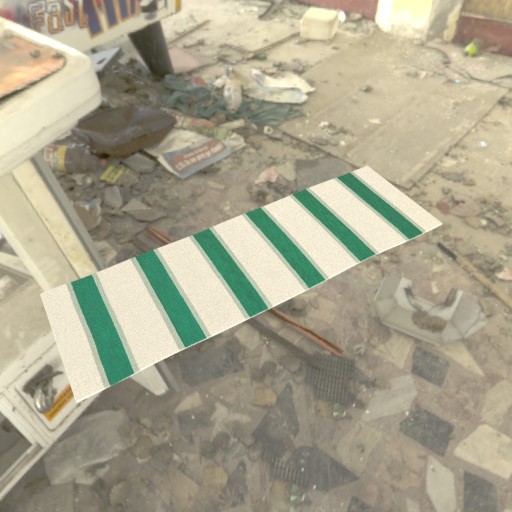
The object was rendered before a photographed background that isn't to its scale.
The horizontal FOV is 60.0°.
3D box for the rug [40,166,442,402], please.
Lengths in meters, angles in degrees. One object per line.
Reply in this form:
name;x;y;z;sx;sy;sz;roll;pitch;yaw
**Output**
rug;0.000;0.000;2.754;2.438;0.012;0.768;-23;51;-21
